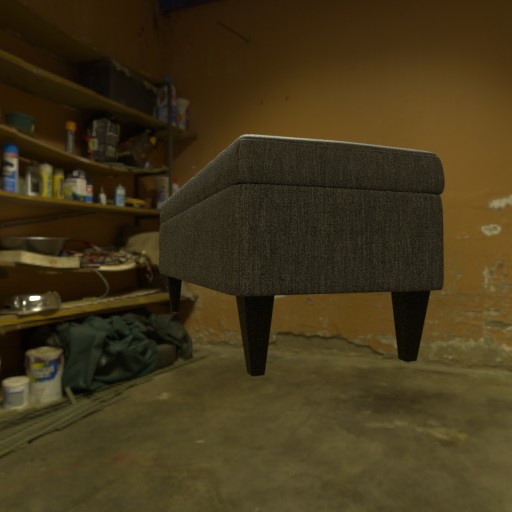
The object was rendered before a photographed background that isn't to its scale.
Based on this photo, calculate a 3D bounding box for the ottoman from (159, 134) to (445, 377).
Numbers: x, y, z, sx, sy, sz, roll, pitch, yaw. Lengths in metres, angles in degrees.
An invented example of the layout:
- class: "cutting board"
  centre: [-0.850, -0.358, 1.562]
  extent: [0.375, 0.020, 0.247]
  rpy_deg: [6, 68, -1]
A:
- class: "ottoman"
  centre: [0.000, 0.000, 1.411]
  extent: [0.482, 0.469, 1.151]
  rpy_deg: [0, 0, -19]
